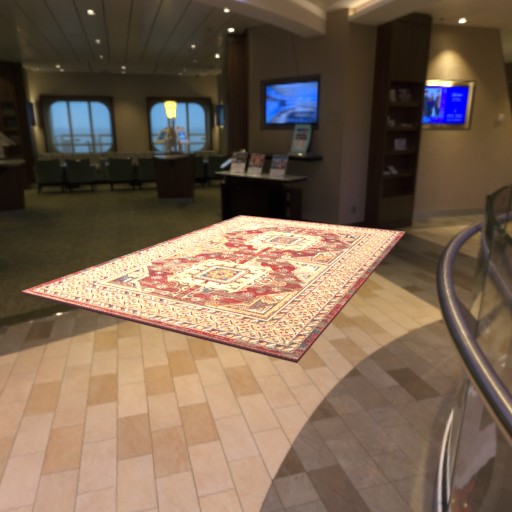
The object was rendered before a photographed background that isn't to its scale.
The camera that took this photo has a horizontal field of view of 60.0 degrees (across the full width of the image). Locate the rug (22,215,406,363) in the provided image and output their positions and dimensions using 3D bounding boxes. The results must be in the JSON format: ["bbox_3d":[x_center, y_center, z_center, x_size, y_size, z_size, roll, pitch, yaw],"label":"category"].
[{"bbox_3d":[0.000,0.000,5.815,3.033,0.033,4.578,8,18,26],"label":"rug"}]
